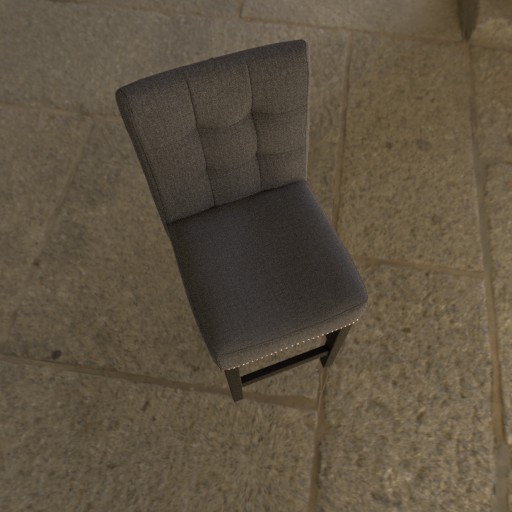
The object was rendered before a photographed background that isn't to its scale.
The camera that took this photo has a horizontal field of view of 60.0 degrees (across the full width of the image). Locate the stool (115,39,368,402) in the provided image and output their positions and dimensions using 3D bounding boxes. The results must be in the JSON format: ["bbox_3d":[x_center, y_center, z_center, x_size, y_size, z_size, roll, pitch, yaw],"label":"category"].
[{"bbox_3d":[0.000,0.000,1.211,0.427,0.885,0.571,-19,66,-9],"label":"stool"}]
